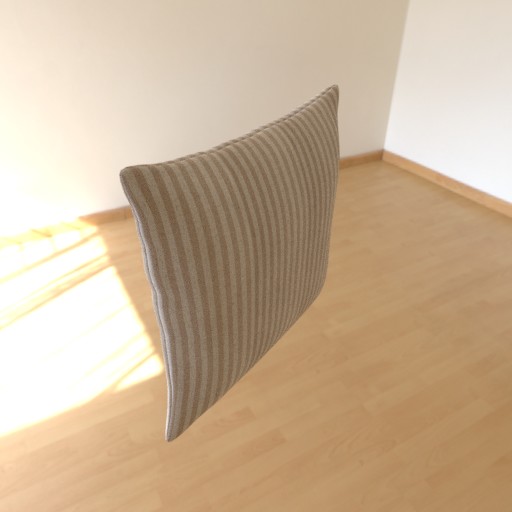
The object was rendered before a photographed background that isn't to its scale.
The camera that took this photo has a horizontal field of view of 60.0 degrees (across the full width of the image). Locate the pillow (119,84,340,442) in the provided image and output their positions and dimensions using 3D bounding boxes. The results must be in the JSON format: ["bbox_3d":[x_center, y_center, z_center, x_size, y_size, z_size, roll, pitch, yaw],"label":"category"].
[{"bbox_3d":[0.000,0.000,0.806,0.166,0.510,0.523,22,39,29],"label":"pillow"}]
